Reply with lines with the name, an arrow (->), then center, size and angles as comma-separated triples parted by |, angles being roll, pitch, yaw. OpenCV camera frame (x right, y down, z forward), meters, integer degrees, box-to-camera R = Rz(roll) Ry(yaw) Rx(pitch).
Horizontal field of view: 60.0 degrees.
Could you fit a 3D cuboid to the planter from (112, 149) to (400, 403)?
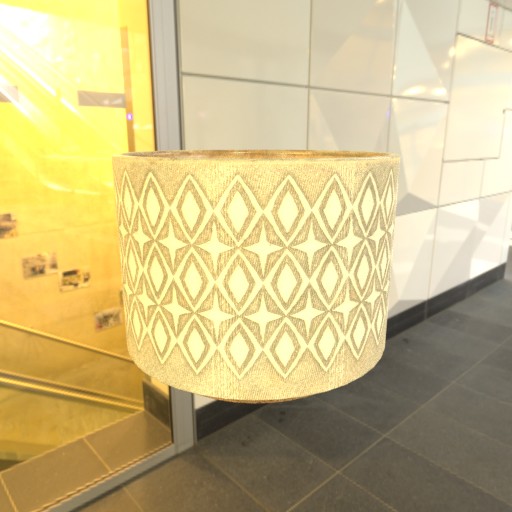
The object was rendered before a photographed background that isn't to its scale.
planter -> 0.000, 0.000, 0.318 | 0.186, 0.144, 0.186 | 0, 15, 0
